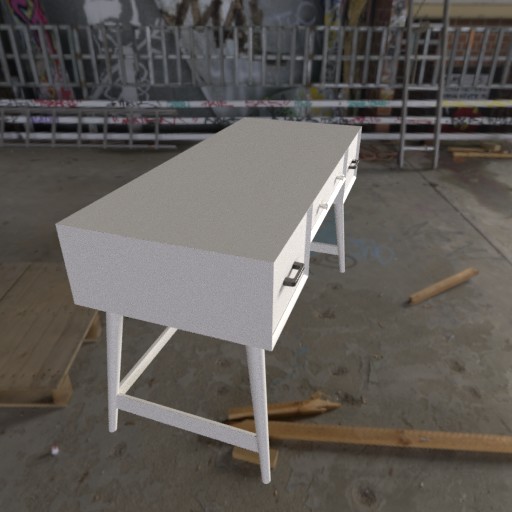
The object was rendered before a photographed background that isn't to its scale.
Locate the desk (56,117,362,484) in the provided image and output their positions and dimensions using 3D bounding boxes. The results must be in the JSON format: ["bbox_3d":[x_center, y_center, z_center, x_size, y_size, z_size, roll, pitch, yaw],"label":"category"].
[{"bbox_3d":[0.000,0.000,1.741,0.589,0.762,1.313,10,31,17],"label":"desk"}]
